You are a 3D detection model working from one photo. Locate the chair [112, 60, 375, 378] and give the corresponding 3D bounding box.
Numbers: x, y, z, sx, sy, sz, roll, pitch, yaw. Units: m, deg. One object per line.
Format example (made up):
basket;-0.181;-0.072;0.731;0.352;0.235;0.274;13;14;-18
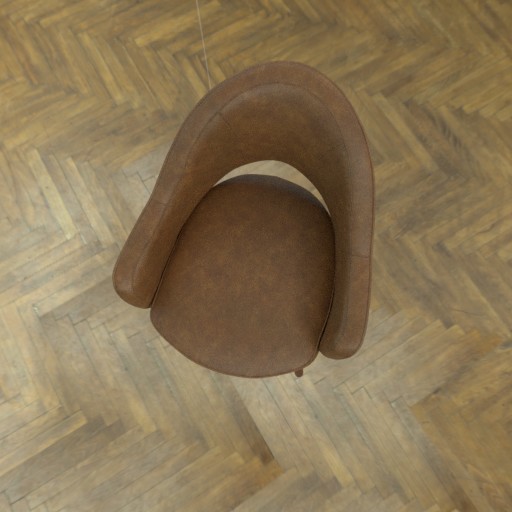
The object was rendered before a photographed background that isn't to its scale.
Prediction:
chair;0.000;0.000;1.203;0.591;0.777;0.640;15;75;4
